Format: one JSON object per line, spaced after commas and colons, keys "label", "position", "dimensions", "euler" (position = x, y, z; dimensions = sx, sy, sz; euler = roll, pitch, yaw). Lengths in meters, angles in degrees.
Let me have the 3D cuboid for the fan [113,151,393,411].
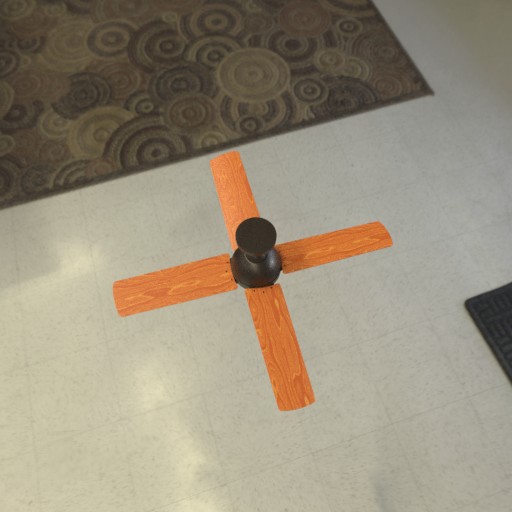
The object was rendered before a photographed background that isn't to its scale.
{"label": "fan", "position": [0.000, 0.000, 1.993], "dimensions": [1.332, 0.403, 1.332], "euler": [-14, 66, -6]}
